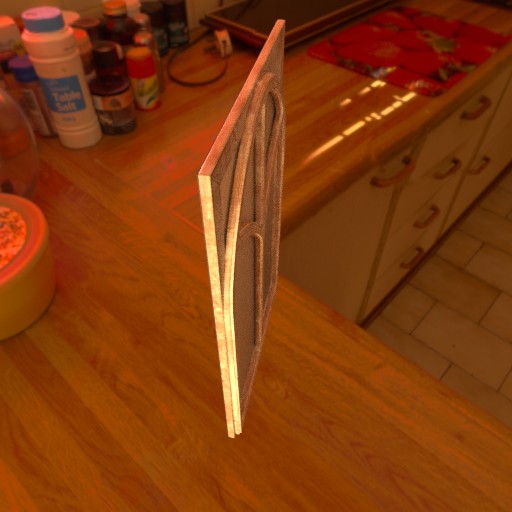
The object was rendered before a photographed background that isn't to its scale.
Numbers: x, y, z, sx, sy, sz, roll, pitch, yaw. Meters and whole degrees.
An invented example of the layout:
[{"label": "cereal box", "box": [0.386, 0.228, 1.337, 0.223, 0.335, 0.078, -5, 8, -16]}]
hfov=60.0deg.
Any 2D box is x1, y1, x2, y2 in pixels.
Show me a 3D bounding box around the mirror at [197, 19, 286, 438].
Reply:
[{"label": "mirror", "box": [0.000, 0.000, 0.958, 0.058, 0.787, 0.495, 9, 48, 9]}]
